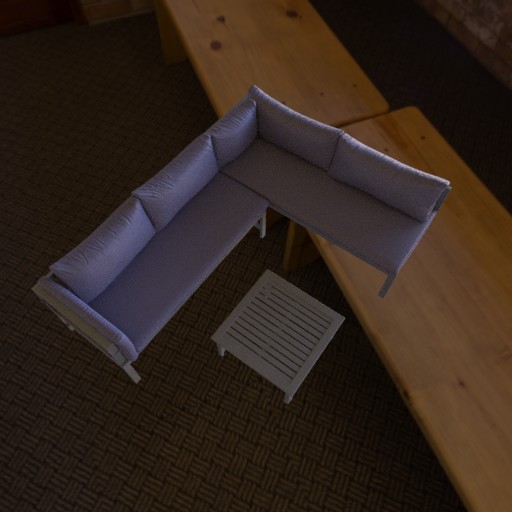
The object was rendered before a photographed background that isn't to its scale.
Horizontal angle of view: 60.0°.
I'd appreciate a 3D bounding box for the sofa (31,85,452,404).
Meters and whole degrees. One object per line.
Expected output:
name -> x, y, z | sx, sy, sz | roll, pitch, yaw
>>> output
sofa -> 0.000, 0.000, 2.958 | 1.658, 0.762, 2.149 | 32, 64, 18
